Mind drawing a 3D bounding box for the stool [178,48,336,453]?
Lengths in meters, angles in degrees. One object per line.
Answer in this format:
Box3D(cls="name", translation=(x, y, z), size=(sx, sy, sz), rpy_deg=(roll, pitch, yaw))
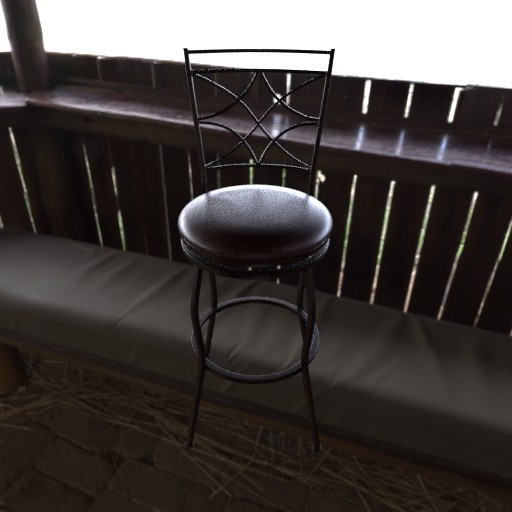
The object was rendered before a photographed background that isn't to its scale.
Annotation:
Box3D(cls="stool", translation=(0.000, 0.000, 1.353), size=(0.434, 1.117, 0.534), rpy_deg=(1, 30, 2))
